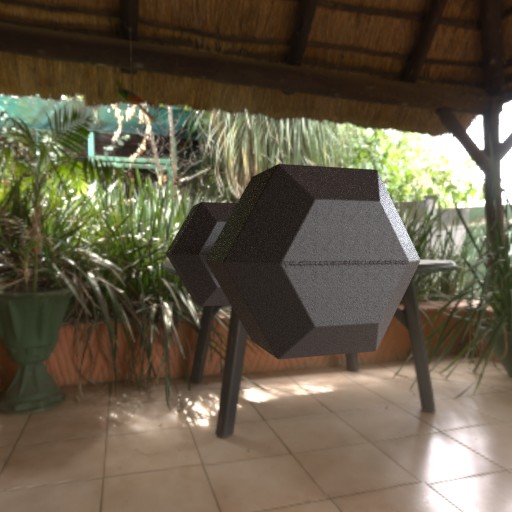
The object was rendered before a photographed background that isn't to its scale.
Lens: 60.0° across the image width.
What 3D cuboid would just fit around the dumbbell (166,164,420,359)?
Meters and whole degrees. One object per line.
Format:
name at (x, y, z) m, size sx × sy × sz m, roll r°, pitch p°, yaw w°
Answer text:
dumbbell at (0.000, 0.000, 0.359) m, size 0.116 × 0.101 × 0.297 m, roll 0°, pitch 1°, yaw -18°
